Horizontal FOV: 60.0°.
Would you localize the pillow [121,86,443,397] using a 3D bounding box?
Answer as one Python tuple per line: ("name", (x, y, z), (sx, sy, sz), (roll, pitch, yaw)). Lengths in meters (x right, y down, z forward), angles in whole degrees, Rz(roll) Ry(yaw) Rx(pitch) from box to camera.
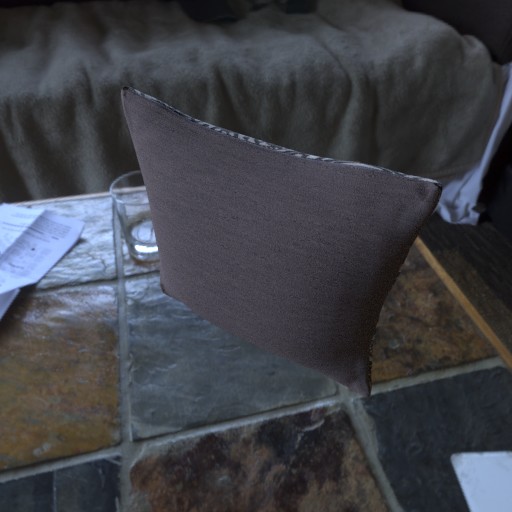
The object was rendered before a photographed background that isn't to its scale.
("pillow", (0.000, 0.000, 0.657), (0.436, 0.417, 0.148), (23, 49, 22))
